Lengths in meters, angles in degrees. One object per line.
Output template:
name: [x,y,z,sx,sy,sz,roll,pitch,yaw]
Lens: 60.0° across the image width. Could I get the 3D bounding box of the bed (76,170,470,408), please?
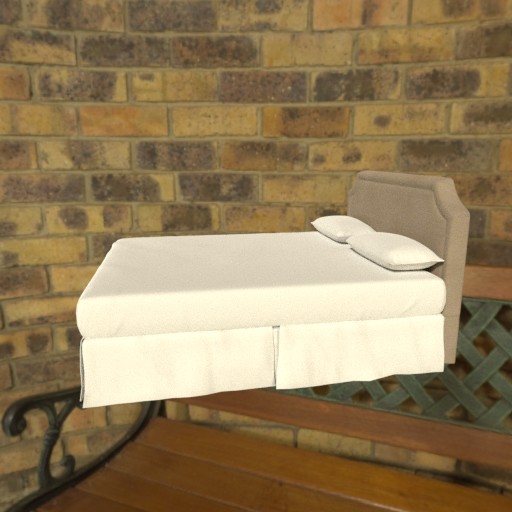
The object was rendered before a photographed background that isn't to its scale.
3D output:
bed: [0.000,0.000,3.579,2.498,1.293,1.977,-2,13,-10]
